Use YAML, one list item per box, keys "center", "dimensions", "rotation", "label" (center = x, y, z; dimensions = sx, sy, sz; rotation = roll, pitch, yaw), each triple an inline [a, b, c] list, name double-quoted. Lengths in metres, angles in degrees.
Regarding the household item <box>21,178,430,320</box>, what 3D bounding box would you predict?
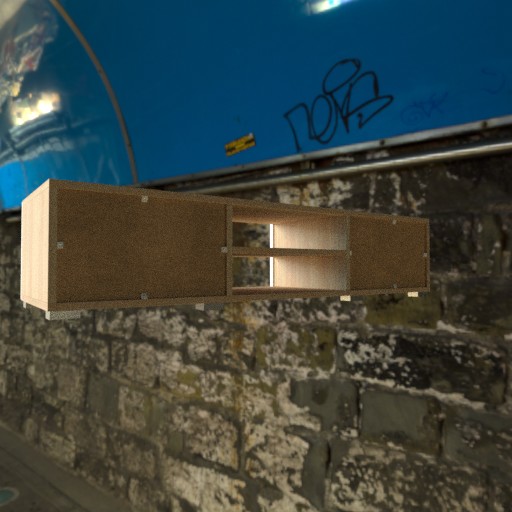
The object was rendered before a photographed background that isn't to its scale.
- center: [0.000, 0.000, 1.538]
  dimensions: [1.400, 0.310, 0.420]
  rotation: [1, -2, -35]
  label: "household item"
